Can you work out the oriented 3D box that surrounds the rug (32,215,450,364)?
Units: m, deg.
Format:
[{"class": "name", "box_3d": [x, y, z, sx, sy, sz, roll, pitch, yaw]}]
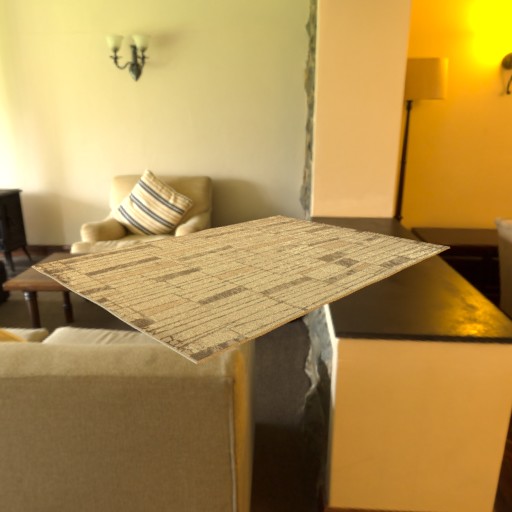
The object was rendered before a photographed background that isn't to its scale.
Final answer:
[{"class": "rug", "box_3d": [0.000, 0.000, 4.351, 2.449, 0.019, 3.357, 16, 23, 43]}]
